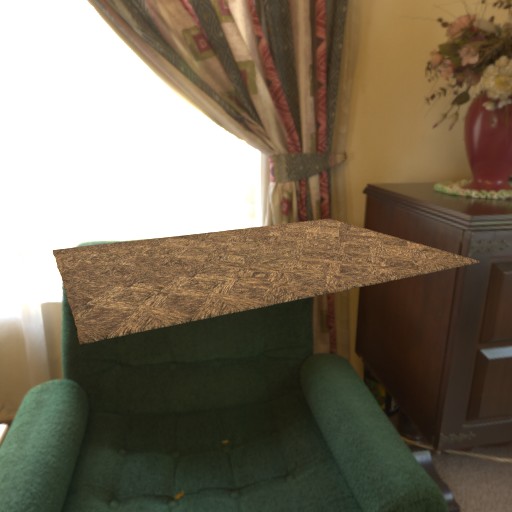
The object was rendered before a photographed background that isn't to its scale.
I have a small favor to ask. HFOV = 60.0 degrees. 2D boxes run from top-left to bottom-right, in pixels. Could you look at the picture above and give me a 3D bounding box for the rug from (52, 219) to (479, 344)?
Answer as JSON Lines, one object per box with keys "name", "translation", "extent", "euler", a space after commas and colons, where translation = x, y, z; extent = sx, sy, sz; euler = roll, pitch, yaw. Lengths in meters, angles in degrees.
{"name": "rug", "translation": [0.000, 0.000, 2.224], "extent": [1.808, 0.011, 1.189], "euler": [-8, 18, -27]}
